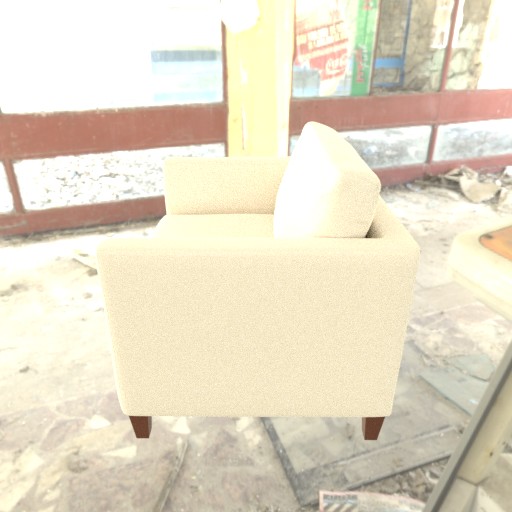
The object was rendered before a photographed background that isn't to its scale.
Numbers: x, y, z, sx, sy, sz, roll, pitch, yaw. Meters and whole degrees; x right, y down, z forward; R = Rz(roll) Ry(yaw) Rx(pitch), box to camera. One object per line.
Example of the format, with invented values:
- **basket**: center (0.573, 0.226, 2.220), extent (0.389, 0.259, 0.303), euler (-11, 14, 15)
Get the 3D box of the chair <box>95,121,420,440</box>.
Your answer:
- **chair**: center (0.000, 0.000, 1.680), extent (0.878, 0.885, 1.019), euler (0, 26, 0)
